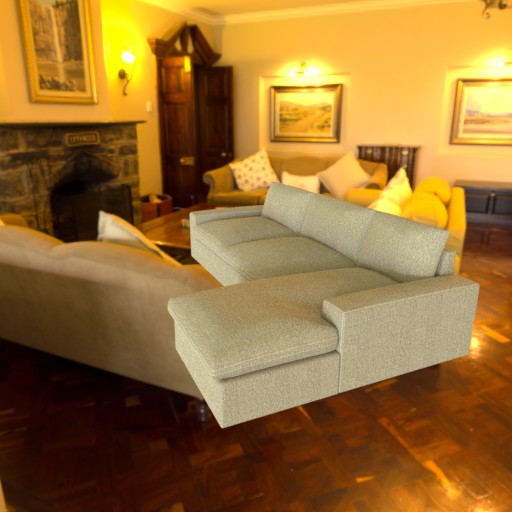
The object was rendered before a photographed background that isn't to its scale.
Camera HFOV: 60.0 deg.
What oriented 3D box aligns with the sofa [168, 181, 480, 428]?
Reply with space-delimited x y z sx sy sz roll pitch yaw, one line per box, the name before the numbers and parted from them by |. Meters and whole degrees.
sofa | 0.000 0.000 3.499 1.689 0.813 2.718 -8 19 -23
